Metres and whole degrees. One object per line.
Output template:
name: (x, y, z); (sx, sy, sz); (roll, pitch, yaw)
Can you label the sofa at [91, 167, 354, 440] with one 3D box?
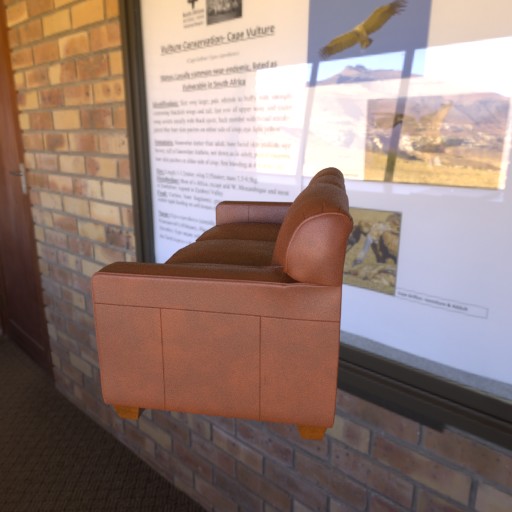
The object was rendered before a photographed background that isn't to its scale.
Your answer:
sofa: (0.000, 0.000, 2.593); (1.008, 0.953, 2.039); (3, 15, 10)
